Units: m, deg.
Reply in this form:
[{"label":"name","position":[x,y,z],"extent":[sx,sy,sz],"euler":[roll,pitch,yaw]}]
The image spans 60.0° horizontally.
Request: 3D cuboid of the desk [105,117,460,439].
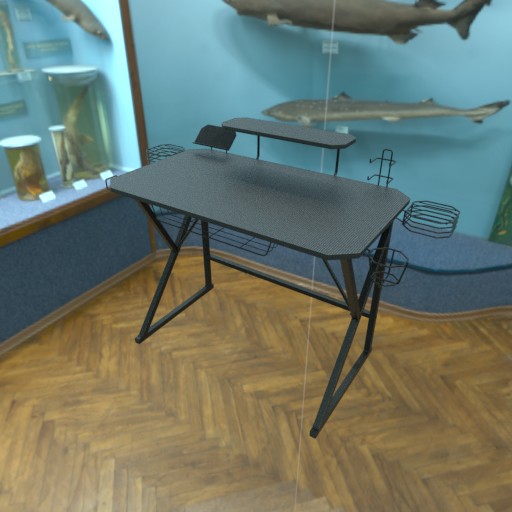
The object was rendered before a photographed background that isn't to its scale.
[{"label":"desk","position":[0.000,0.000,1.704],"extent":[1.290,0.880,0.580],"euler":[19,35,29]}]
